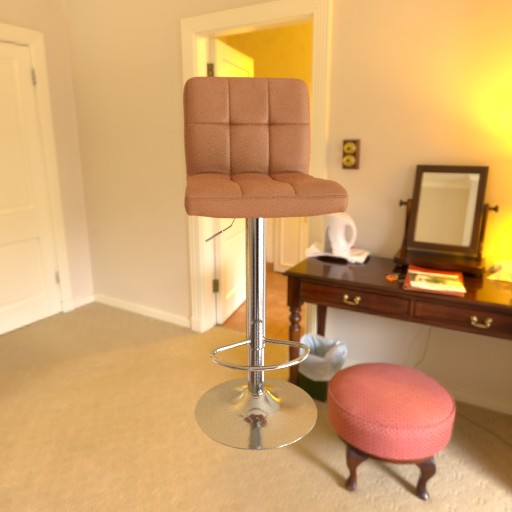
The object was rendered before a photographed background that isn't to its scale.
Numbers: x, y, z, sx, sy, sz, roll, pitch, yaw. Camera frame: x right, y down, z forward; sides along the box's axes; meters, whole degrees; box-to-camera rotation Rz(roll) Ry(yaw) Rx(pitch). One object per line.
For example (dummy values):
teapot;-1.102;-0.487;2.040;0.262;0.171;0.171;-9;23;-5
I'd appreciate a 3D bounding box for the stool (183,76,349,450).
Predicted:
stool;0.000;0.000;1.404;0.430;1.115;0.505;-2;15;-7
